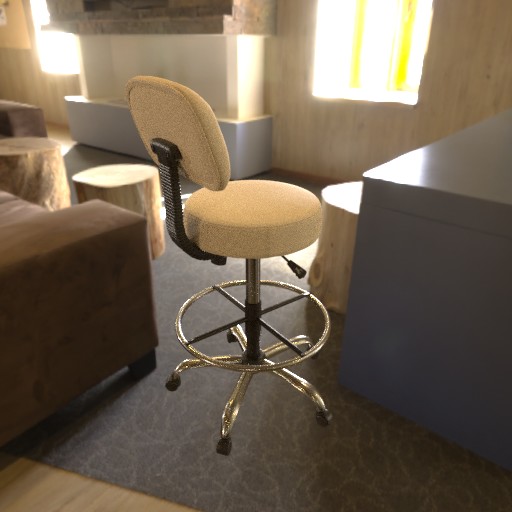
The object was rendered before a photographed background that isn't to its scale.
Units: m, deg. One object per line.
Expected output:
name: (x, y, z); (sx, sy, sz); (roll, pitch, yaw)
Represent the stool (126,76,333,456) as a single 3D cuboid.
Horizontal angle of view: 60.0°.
stool: (0.000, 0.000, 1.404); (0.616, 1.080, 0.609); (-18, 32, -32)
